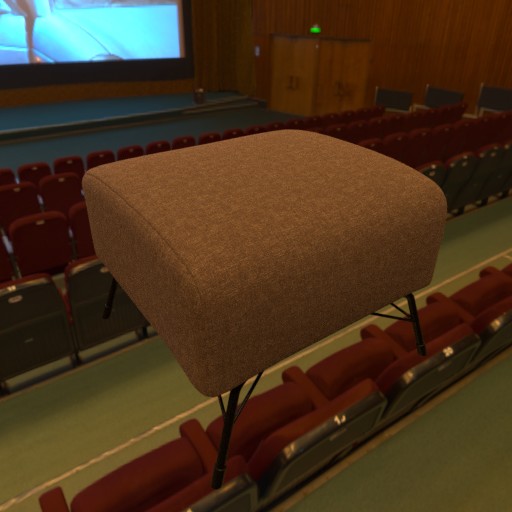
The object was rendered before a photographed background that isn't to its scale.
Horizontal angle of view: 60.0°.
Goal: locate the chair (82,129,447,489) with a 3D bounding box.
[{"bbox_3d":[0.000,0.000,0.898,0.530,0.410,0.530,-20,36,-30],"label":"chair"}]
